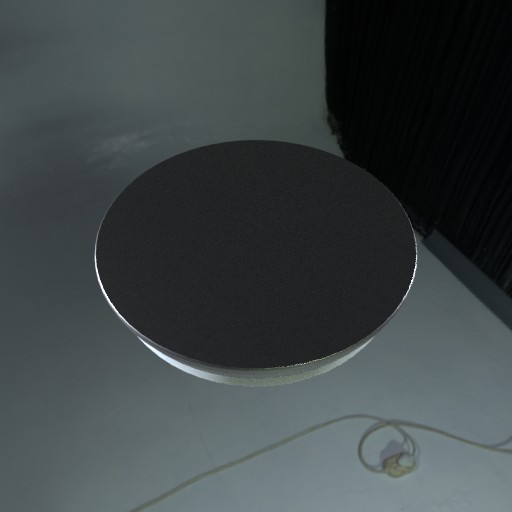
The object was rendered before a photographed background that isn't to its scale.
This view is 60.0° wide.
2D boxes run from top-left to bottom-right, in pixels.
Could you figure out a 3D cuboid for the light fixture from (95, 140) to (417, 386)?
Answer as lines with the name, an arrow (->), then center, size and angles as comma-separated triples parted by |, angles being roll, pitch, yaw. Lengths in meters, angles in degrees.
light fixture -> 0.000, 0.000, 0.555 | 0.368, 0.100, 0.368 | 0, 47, 0
